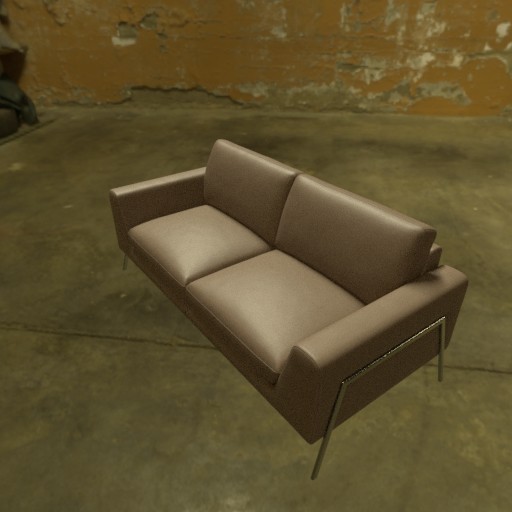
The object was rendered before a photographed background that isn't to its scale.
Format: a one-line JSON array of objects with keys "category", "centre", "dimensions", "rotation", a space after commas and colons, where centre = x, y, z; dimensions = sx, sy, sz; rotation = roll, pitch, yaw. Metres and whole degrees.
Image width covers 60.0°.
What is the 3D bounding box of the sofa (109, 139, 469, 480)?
[{"category": "sofa", "centre": [0.000, 0.000, 2.540], "dimensions": [0.953, 0.875, 2.017], "rotation": [-21, 37, -31]}]
